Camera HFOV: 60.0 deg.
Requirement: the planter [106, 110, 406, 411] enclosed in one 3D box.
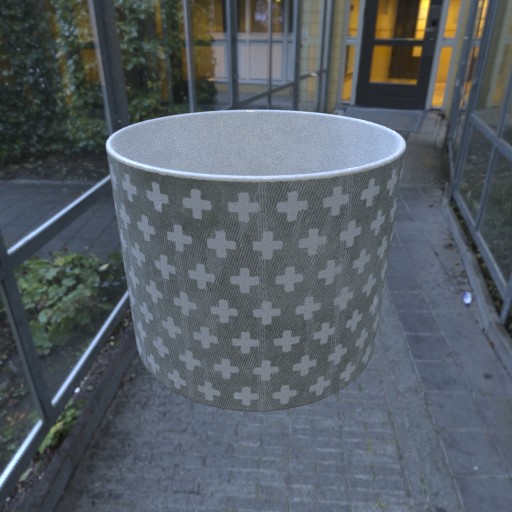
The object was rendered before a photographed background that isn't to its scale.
[{"bbox_3d":[0.000,0.000,0.439,0.250,0.239,0.250,0,27,0],"label":"planter"}]
